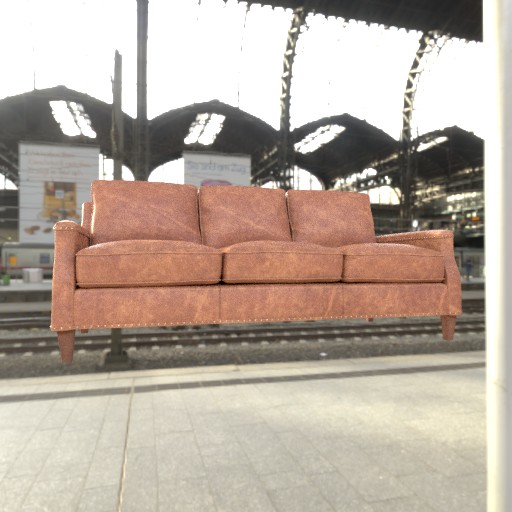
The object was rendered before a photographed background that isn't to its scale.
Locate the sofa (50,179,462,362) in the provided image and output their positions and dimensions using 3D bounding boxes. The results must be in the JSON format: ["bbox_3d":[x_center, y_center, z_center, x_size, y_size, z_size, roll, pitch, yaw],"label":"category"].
[{"bbox_3d":[0.000,0.000,2.808,2.246,1.003,1.084,0,-1,-16],"label":"sofa"}]
